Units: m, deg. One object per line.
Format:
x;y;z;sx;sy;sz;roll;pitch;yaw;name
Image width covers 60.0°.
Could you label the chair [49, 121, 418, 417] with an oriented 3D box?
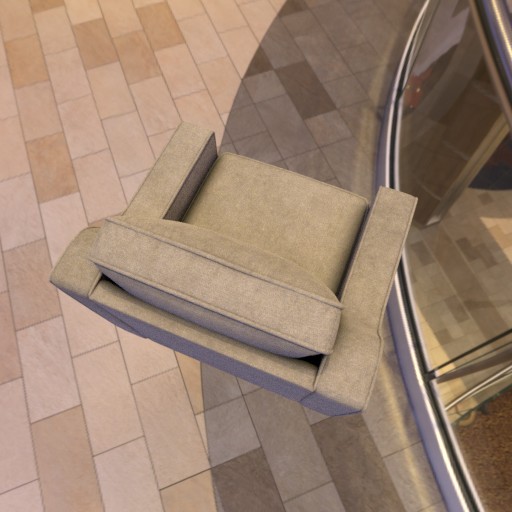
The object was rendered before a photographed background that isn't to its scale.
0.000;0.000;1.586;0.926;0.944;0.840;20;66;9;chair
